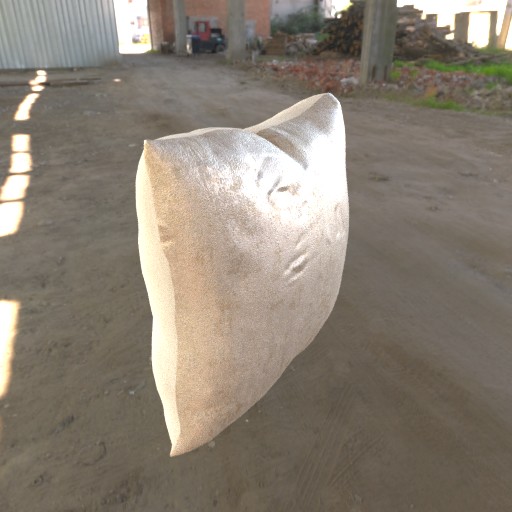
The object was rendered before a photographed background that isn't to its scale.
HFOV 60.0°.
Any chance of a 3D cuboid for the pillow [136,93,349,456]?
[{"bbox_3d":[0.000,0.000,0.698,0.245,0.448,0.450,17,31,31],"label":"pillow"}]
